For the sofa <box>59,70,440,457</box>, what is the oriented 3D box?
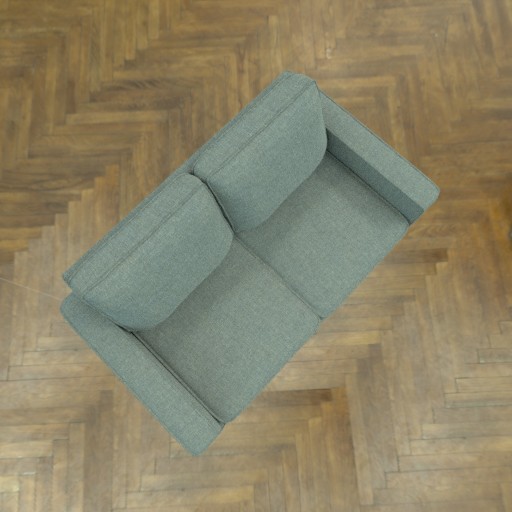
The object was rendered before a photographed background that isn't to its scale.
[{"bbox_3d":[0.000,0.000,2.228,0.945,0.915,1.706,43,80,10],"label":"sofa"}]
